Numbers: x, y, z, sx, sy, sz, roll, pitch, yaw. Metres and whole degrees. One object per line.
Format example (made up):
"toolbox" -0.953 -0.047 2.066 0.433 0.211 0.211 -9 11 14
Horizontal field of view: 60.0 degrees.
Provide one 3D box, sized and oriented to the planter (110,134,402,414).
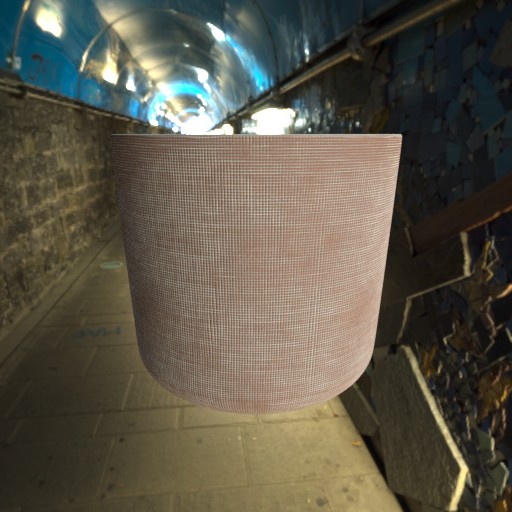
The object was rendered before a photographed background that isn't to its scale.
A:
"planter" 0.000 0.000 0.752 0.440 0.398 0.440 0 15 0
